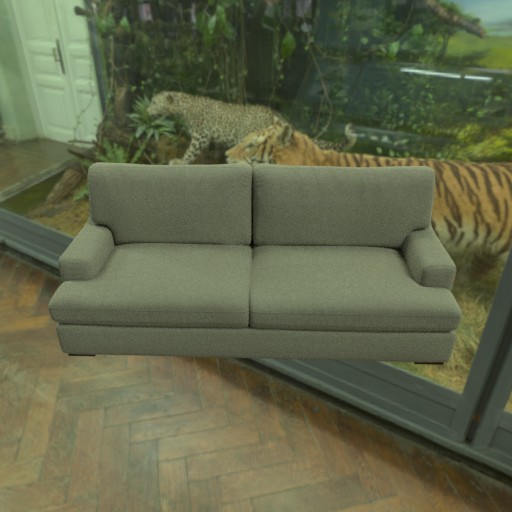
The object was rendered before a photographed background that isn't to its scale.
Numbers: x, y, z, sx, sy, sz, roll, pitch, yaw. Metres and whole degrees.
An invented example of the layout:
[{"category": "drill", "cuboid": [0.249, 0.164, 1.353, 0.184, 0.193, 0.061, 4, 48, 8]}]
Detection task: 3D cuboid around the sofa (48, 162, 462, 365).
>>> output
[{"category": "sofa", "cuboid": [0.000, 0.000, 2.803, 2.354, 0.980, 0.962, 1, 31, 2]}]
